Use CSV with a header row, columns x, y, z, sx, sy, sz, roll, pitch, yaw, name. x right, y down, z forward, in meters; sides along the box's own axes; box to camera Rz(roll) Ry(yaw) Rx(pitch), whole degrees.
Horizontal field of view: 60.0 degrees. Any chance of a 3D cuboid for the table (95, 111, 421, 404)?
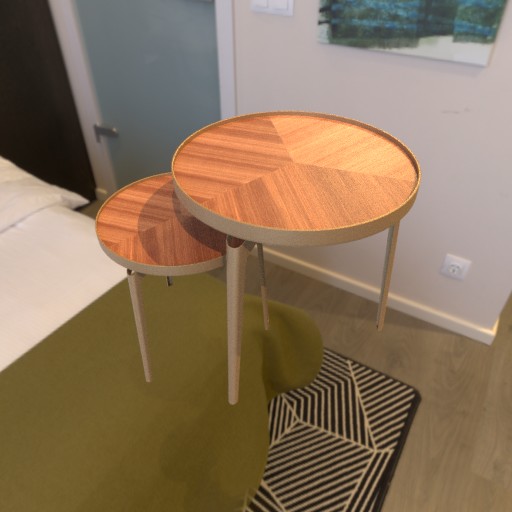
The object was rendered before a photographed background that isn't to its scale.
x,y,z,sx,sy,sz,roll,pitch,yaw,name
0.000,0.000,1.141,0.751,0.555,0.532,0,40,0,table
